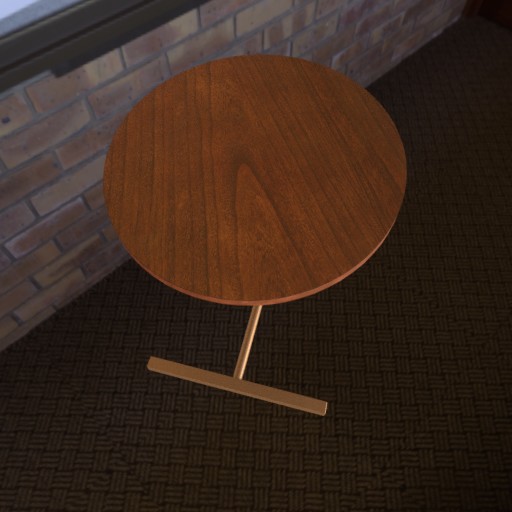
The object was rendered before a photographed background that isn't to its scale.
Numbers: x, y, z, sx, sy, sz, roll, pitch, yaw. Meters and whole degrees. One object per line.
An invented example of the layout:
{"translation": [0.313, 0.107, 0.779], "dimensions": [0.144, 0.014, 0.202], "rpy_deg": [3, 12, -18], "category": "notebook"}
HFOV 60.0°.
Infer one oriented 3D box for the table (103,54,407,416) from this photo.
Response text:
{"translation": [0.000, 0.000, 1.095], "dimensions": [0.530, 0.706, 0.577], "rpy_deg": [12, 60, 7], "category": "table"}
